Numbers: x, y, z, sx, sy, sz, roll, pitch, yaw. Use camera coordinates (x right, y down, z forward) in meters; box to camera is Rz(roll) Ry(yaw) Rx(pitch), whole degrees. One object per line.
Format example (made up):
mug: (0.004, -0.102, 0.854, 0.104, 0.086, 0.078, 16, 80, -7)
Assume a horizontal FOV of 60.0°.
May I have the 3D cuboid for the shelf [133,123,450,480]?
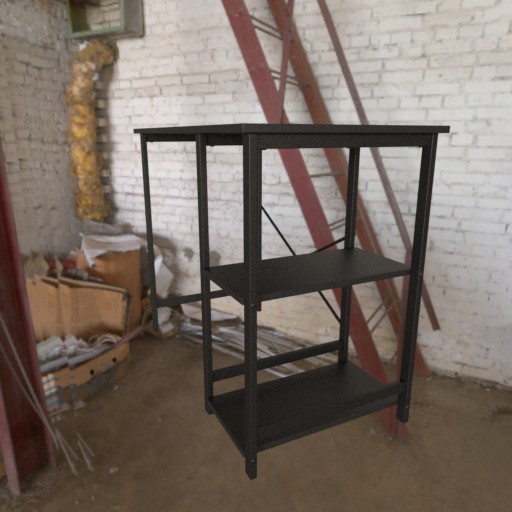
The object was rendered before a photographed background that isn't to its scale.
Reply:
shelf: (0.000, 0.000, 1.346, 0.498, 0.749, 0.902, -8, 17, -25)
